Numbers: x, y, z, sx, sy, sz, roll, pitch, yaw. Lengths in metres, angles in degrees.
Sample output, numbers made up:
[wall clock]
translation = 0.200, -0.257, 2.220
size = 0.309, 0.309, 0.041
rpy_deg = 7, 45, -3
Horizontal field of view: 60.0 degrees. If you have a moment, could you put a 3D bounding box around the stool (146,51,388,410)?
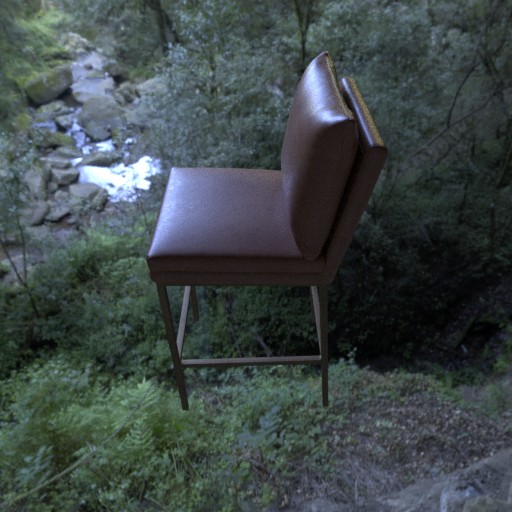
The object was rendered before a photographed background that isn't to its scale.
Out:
[stool]
translation = 0.000, 0.000, 1.424
size = 0.571, 1.124, 0.463
rpy_deg = 0, 42, 0
